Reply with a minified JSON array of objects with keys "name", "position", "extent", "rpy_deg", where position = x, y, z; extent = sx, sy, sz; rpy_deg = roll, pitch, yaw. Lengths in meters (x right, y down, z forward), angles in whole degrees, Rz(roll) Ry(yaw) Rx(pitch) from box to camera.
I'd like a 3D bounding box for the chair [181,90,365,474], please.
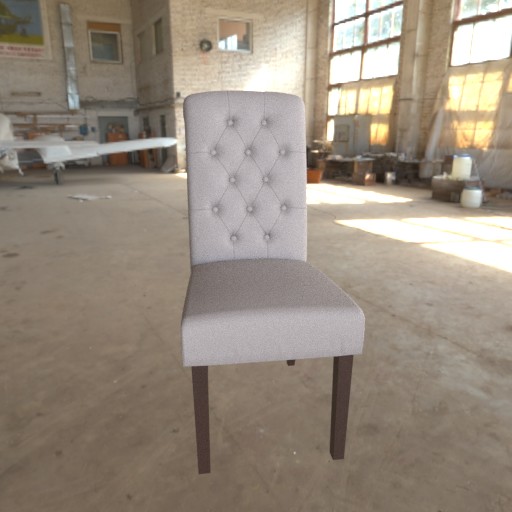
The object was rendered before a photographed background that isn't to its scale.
[{"name":"chair","position":[0.000,0.000,1.370],"extent":[0.456,1.006,0.671],"rpy_deg":[-2,16,-8]}]
